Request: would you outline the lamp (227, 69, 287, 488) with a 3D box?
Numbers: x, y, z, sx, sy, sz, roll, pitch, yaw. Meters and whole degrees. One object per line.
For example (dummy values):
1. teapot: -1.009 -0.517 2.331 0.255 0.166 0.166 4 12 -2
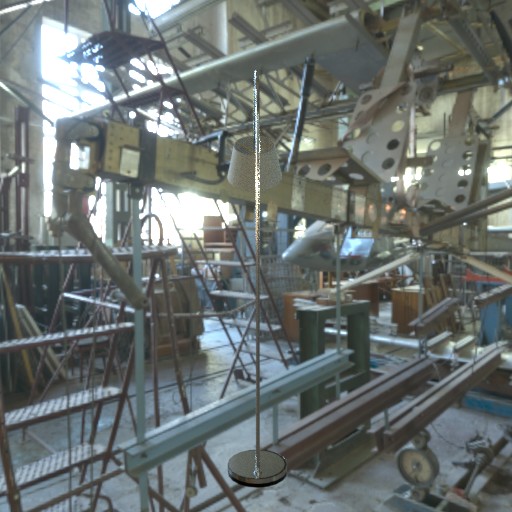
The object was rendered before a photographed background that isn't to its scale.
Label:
1. lamp: 0.000 0.000 2.737 0.406 2.098 1.445 0 2 -1
